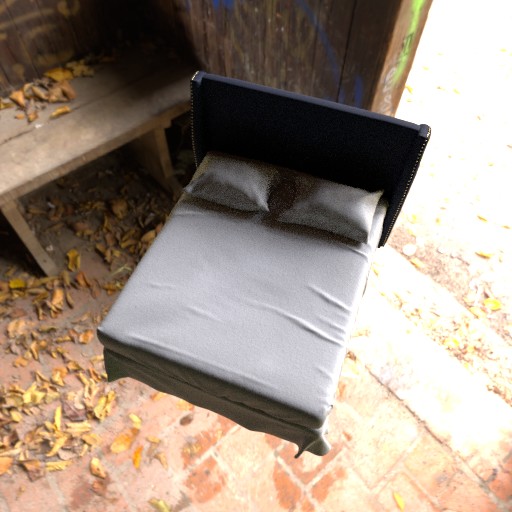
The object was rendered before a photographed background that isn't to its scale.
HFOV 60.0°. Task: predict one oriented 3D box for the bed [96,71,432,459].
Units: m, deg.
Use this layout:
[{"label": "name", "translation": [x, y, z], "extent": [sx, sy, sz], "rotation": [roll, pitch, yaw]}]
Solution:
[{"label": "bed", "translation": [0.000, 0.000, 3.382], "extent": [1.925, 1.332, 2.276], "rotation": [18, 58, 11]}]
